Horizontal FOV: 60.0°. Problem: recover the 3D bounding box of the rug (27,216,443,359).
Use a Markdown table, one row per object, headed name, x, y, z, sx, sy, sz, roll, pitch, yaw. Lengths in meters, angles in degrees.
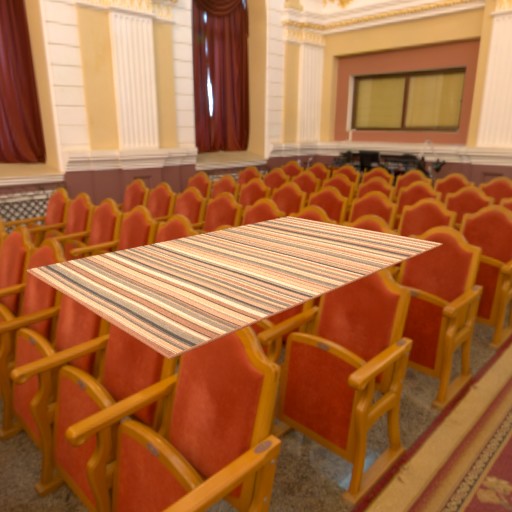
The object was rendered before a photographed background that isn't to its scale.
| name | x | y | z | sx | sy | sz | roll | pitch | yaw |
| --- | --- | --- | --- | --- | --- | --- | --- | --- | --- |
| rug | 0.000 | 0.000 | 3.010 | 2.438 | 0.014 | 1.523 | -15 | 22 | -43 |
